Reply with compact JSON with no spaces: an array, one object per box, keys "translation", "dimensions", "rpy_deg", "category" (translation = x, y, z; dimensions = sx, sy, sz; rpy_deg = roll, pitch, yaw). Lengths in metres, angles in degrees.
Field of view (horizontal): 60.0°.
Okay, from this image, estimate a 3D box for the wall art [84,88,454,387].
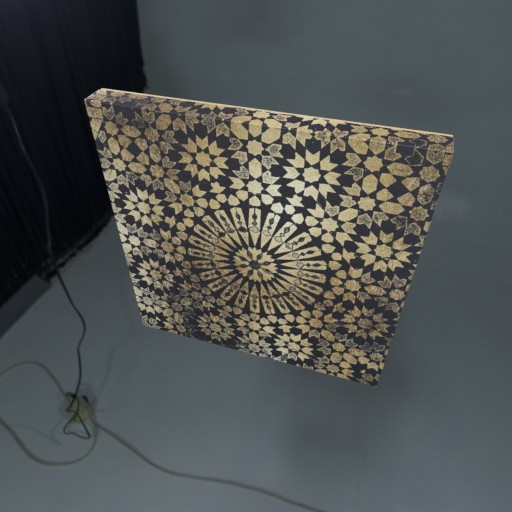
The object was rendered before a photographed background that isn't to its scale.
[{"translation":[0.000,0.000,0.613],"dimensions":[0.405,0.405,0.038],"rpy_deg":[12,43,13],"category":"wall art"}]
